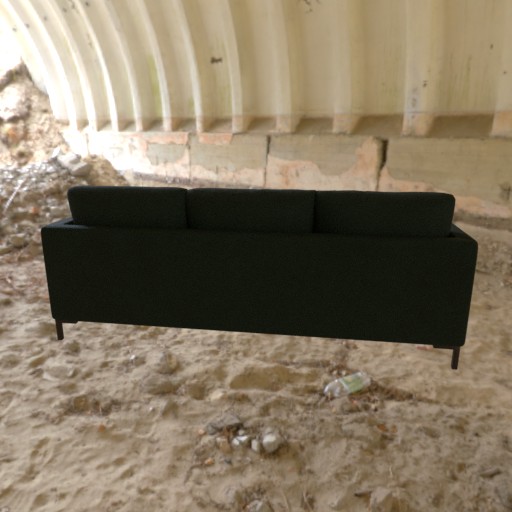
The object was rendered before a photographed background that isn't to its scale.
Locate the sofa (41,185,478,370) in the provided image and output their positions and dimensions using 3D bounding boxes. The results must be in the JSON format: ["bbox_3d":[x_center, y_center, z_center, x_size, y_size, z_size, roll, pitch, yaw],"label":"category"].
[{"bbox_3d":[0.000,0.000,2.659,2.218,0.870,0.859,2,16,8],"label":"sofa"}]
